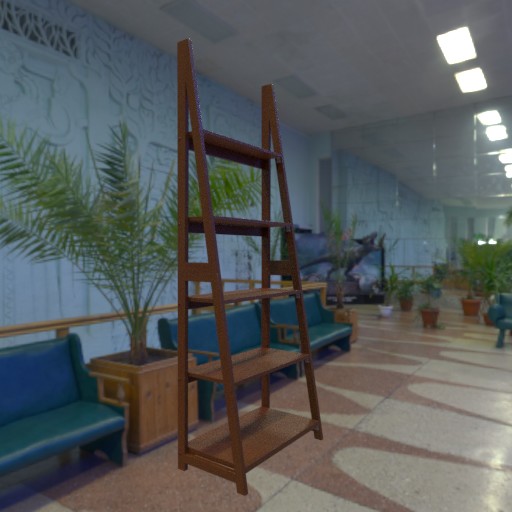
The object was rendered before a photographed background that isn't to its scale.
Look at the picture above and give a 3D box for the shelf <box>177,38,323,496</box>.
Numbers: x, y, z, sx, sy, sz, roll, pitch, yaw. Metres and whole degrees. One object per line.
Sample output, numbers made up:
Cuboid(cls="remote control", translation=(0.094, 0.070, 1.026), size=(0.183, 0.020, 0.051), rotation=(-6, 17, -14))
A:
Cuboid(cls="shelf", translation=(0.000, 0.000, 1.998), size=(0.356, 1.780, 0.630), rotation=(0, 1, 36))
